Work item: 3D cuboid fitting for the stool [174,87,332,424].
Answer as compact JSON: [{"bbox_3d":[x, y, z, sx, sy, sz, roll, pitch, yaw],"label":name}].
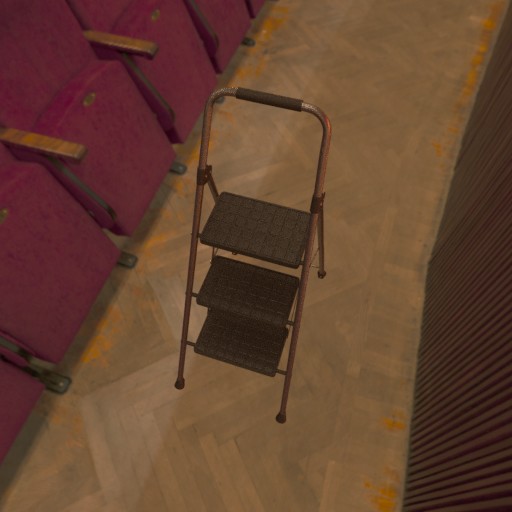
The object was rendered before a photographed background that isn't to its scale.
[{"bbox_3d":[0.000,0.000,1.486,0.473,1.121,0.733,15,58,10],"label":"stool"}]
